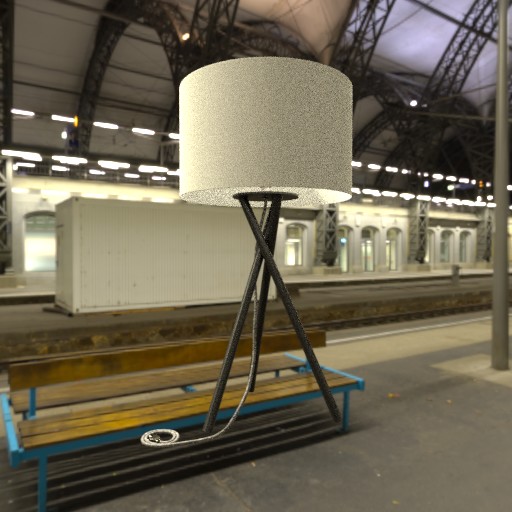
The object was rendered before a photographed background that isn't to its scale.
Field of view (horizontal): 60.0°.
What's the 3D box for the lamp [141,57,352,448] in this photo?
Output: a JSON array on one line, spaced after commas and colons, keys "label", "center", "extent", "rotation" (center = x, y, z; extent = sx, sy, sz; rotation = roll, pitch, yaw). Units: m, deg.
[{"label": "lamp", "center": [0.000, 0.000, 0.898], "extent": [0.353, 0.674, 0.422], "rotation": [0, 1, 35]}]
